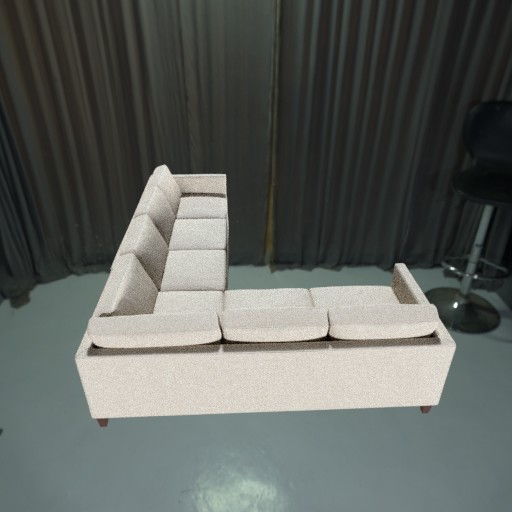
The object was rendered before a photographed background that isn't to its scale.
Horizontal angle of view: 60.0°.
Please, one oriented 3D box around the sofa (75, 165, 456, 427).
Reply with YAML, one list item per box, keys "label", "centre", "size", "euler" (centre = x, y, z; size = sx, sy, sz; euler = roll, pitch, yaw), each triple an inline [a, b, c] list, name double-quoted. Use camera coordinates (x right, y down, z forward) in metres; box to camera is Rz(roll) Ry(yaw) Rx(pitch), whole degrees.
- label: "sofa"
  centre: [0.000, 0.000, 4.256]
  size: [2.432, 0.863, 3.182]
  euler: [-1, 31, -2]
